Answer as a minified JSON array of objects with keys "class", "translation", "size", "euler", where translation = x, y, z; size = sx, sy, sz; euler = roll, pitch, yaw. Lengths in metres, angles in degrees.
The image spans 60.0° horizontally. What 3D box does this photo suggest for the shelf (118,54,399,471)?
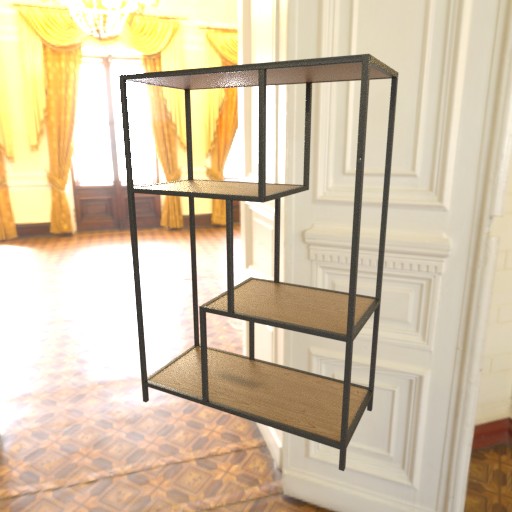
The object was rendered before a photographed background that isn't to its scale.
[{"class":"shelf","translation":[0.000,0.000,1.484],"size":[0.770,1.138,0.350],"euler":[8,17,27]}]
